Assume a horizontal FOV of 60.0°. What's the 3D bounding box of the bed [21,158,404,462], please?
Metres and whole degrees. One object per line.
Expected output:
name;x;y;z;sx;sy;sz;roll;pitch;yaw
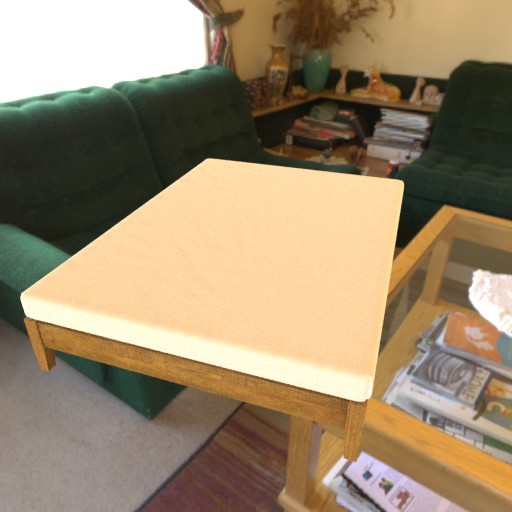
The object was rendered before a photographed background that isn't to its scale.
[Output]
bed;0.000;0.000;2.634;1.536;0.431;2.016;10;32;16
